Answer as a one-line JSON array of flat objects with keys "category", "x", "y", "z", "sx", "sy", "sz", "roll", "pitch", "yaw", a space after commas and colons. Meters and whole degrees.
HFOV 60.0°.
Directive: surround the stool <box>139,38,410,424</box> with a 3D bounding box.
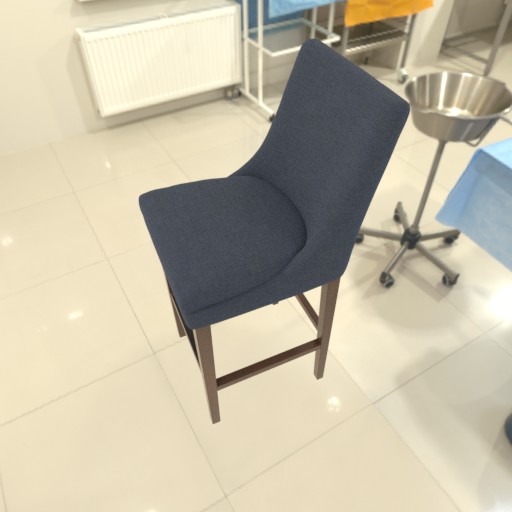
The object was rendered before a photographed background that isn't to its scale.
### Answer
[{"category": "stool", "x": 0.000, "y": 0.000, "z": 1.359, "sx": 0.577, "sy": 1.078, "sz": 0.470, "roll": -18, "pitch": 48, "yaw": -16}]
